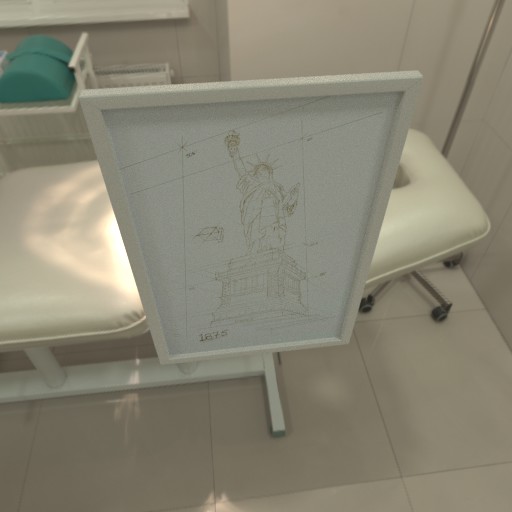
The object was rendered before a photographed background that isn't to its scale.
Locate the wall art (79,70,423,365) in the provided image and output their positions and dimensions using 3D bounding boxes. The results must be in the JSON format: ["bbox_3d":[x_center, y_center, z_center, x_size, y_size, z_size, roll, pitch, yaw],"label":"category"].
[{"bbox_3d":[0.000,0.000,1.470,0.808,1.183,0.038,-5,47,-5],"label":"wall art"}]
